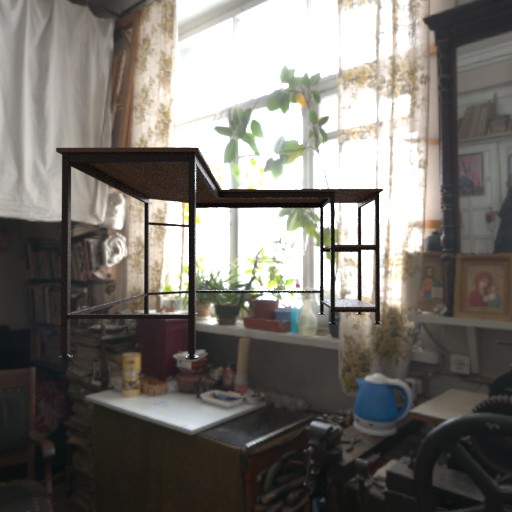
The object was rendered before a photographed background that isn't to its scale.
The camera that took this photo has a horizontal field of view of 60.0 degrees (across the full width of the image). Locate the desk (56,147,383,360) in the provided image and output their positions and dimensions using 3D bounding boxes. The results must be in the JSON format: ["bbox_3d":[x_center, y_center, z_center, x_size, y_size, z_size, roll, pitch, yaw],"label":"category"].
[{"bbox_3d":[0.000,0.000,2.225,1.379,0.739,1.379,0,-1,1],"label":"desk"}]
